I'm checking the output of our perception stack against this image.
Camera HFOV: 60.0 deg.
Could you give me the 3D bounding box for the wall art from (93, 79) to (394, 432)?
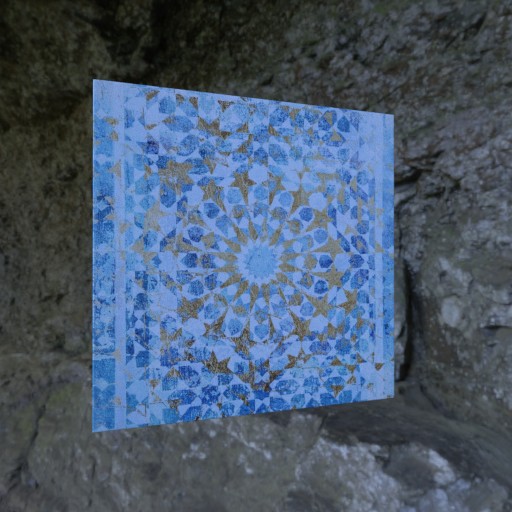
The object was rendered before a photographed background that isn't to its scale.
[{"bbox_3d":[0.000,0.000,0.588,0.405,0.405,0.037,0,0,-18],"label":"wall art"}]
